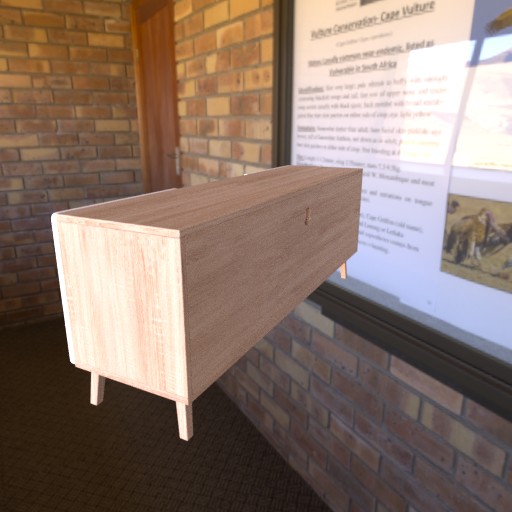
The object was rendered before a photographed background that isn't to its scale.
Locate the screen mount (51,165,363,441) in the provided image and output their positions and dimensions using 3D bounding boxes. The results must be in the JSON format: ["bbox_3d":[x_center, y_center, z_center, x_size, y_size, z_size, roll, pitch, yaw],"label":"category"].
[{"bbox_3d":[0.000,0.000,1.745,0.420,0.570,1.500,9,19,26],"label":"screen mount"}]
